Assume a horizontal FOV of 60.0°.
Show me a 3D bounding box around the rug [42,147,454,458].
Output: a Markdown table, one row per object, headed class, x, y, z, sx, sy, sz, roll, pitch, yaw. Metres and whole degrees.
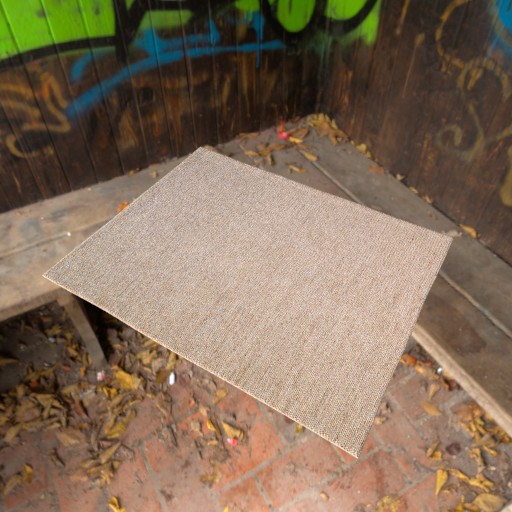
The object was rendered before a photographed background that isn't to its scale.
| class | x | y | z | sx | sy | sz | roll | pitch | yaw |
| --- | --- | --- | --- | --- | --- | --- | --- | --- | --- |
| rug | 0.000 | 0.000 | 4.142 | 3.034 | 0.012 | 2.406 | 24 | 51 | 21 |
